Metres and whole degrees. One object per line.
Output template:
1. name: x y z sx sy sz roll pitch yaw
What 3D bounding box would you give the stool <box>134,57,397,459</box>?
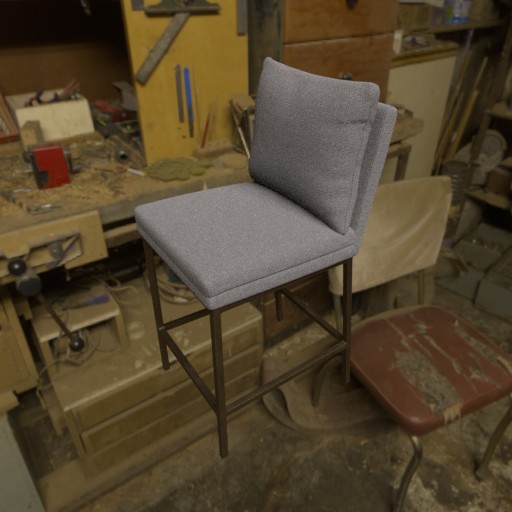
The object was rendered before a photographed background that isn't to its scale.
1. stool: 0.000 0.000 1.341 0.569 1.031 0.463 -20 37 -28
